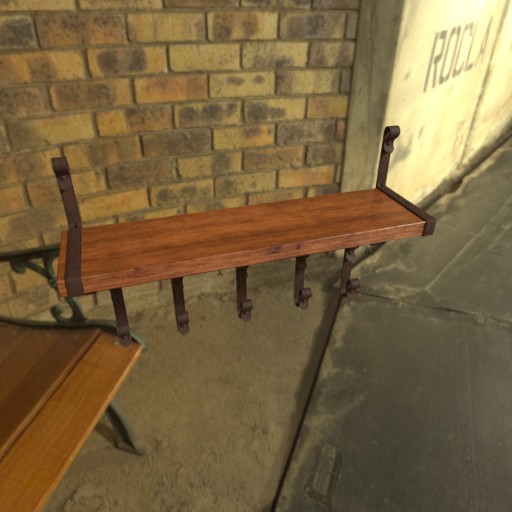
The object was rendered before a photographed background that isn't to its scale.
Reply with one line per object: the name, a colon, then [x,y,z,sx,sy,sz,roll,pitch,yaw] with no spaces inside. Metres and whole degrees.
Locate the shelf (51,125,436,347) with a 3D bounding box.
shelf: [0.000,0.000,0.693,0.567,0.330,0.146,-10,32,-15]
